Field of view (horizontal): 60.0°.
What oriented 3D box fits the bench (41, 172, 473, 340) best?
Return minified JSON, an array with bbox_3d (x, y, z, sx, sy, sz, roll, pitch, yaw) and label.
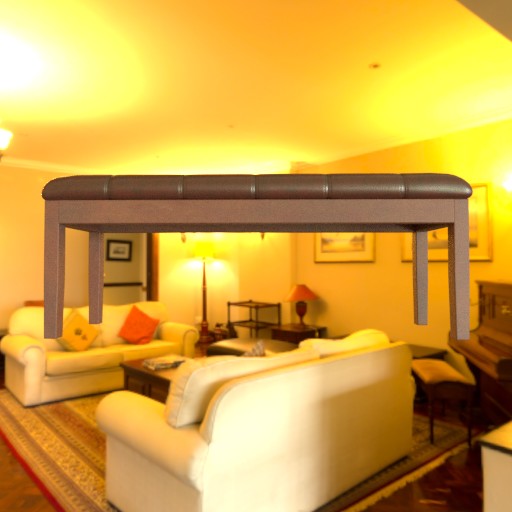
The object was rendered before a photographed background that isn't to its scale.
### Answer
[{"bbox_3d":[0.000,0.000,1.465,1.259,0.491,0.401,0,-1,1],"label":"bench"}]
